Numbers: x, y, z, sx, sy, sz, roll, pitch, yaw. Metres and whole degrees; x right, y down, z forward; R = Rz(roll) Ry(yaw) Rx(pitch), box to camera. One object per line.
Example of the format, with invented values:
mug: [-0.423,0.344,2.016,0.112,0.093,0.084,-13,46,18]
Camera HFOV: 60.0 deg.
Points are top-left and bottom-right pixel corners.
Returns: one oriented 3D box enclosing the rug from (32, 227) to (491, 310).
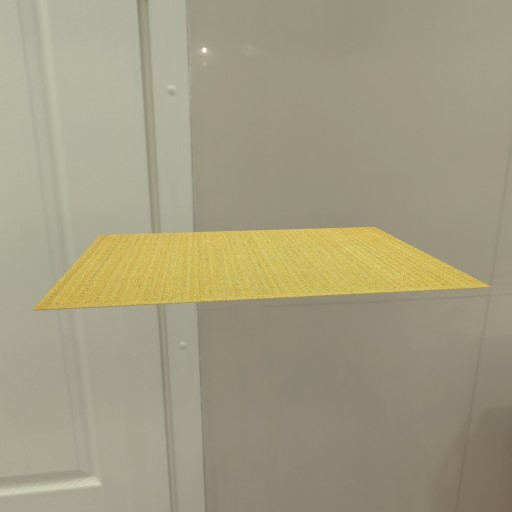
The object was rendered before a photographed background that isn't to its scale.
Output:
rug: [0.000,0.000,3.709,2.895,0.006,1.981,-2,16,-8]
